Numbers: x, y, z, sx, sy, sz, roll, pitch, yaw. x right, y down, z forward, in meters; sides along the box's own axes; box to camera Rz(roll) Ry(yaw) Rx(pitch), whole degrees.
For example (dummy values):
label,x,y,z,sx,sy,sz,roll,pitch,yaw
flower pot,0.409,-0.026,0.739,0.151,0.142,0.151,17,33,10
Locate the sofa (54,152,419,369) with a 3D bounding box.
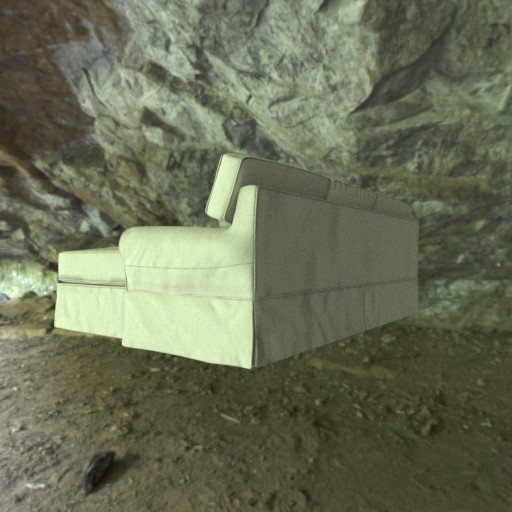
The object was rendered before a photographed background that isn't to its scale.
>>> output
label,x,y,z,sx,sy,sz,roll,pitch,yaw
sofa,0.000,0.000,3.341,1.733,0.978,2.475,0,0,36
